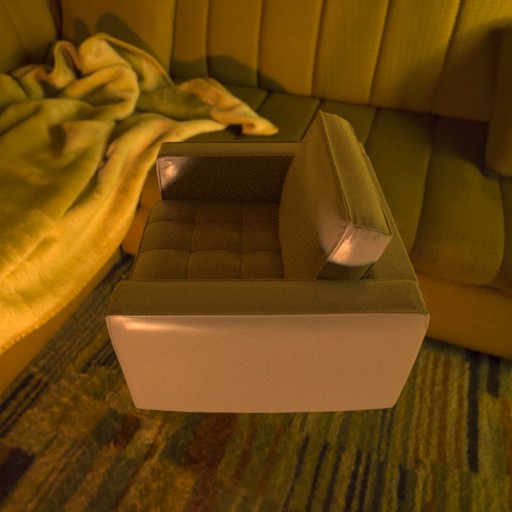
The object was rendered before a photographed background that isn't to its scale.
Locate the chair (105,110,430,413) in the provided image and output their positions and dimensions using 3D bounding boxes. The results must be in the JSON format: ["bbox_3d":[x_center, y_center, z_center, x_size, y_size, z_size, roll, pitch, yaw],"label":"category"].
[{"bbox_3d":[0.000,0.000,1.508,0.843,0.773,0.928,0,41,0],"label":"chair"}]
